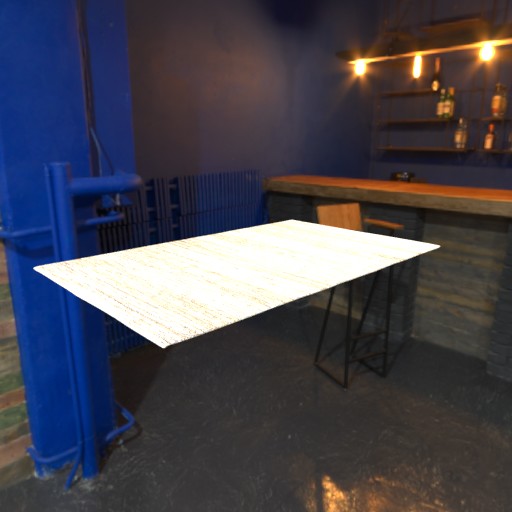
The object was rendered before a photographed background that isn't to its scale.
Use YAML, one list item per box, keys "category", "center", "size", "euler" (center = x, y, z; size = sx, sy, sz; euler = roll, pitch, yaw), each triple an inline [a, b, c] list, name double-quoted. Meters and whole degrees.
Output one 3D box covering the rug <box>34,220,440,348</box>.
- category: "rug"
  center: [0.000, 0.000, 3.069]
  size: [2.446, 0.009, 1.529]
  euler: [-14, 20, -42]
